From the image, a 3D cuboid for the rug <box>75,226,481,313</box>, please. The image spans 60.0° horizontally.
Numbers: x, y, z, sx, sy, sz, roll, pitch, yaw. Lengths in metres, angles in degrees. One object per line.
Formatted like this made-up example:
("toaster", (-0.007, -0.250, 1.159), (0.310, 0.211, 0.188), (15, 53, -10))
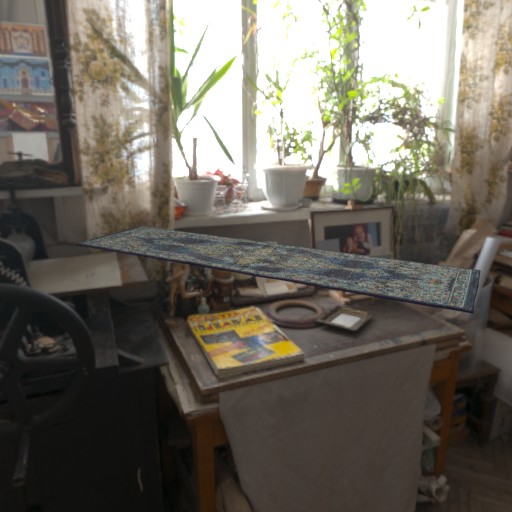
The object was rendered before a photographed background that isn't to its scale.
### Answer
("rug", (0.000, 0.000, 2.528), (2.283, 0.016, 0.602), (8, 18, 27))
